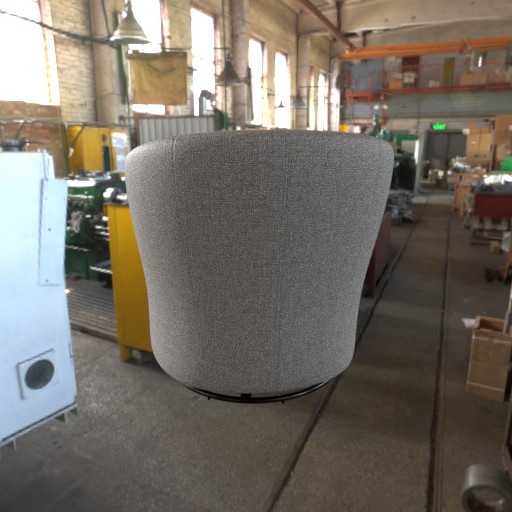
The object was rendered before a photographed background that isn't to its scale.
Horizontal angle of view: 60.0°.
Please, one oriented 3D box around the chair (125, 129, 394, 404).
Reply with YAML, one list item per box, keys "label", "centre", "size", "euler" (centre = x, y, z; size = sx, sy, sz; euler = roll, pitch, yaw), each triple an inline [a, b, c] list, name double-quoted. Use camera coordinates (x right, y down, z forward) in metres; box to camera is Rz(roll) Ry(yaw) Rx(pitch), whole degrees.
- label: "chair"
  centre: [0.000, 0.000, 1.440]
  size: [0.791, 0.771, 0.815]
  euler: [-2, 14, -10]
